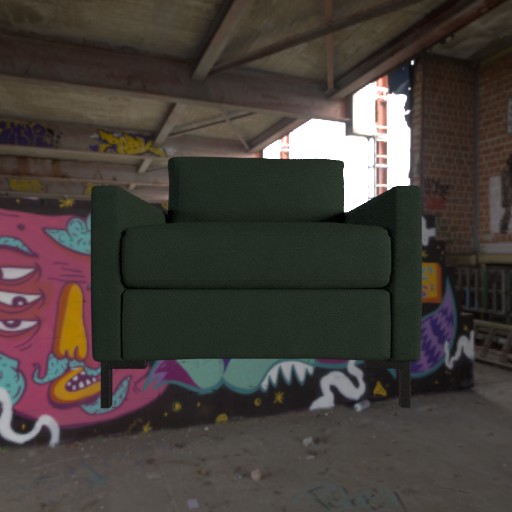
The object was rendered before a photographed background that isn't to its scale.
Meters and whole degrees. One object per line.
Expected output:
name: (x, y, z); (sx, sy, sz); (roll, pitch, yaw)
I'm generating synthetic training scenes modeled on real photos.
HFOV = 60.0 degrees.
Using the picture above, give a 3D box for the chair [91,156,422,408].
chair: (0.000, 0.000, 1.648); (0.963, 0.861, 0.866); (0, -1, 0)
